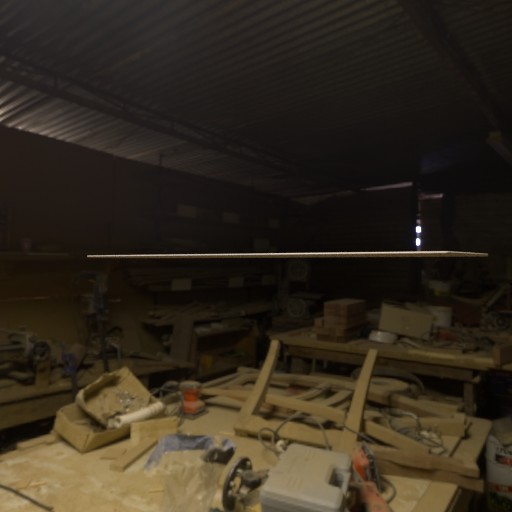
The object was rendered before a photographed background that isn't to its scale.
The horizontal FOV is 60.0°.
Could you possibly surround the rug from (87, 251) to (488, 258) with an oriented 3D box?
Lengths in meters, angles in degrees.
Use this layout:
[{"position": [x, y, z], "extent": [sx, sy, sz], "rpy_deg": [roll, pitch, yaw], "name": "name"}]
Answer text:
[{"position": [0.000, 0.000, 2.737], "extent": [2.450, 0.014, 0.793], "rpy_deg": [0, -1, 37], "name": "rug"}]
